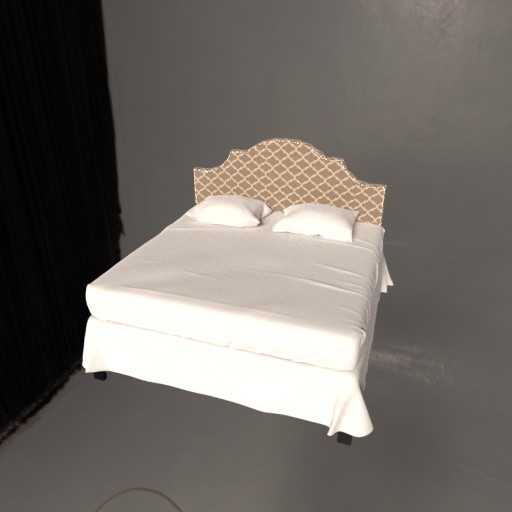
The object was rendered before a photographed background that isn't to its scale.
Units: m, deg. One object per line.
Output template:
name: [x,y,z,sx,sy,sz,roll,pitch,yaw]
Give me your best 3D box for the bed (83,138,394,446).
bed: [0.000,0.000,3.763,2.314,1.601,2.222,9,28,17]
